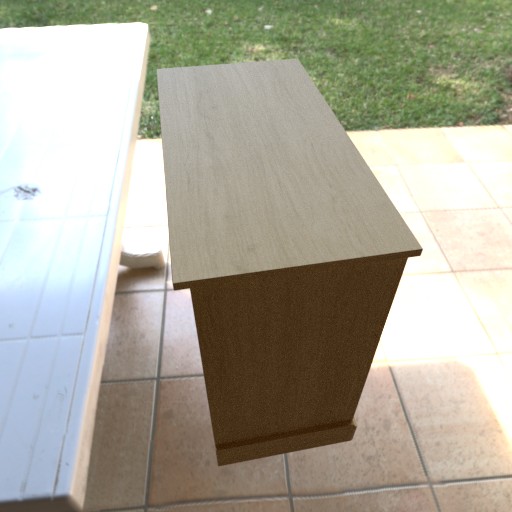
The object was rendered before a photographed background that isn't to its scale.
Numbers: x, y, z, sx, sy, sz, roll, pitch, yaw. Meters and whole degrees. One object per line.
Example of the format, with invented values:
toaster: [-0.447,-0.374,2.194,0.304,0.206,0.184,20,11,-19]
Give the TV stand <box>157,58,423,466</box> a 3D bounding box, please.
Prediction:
TV stand: [0.000,0.000,1.303,0.430,0.787,0.851,-8,45,-8]
